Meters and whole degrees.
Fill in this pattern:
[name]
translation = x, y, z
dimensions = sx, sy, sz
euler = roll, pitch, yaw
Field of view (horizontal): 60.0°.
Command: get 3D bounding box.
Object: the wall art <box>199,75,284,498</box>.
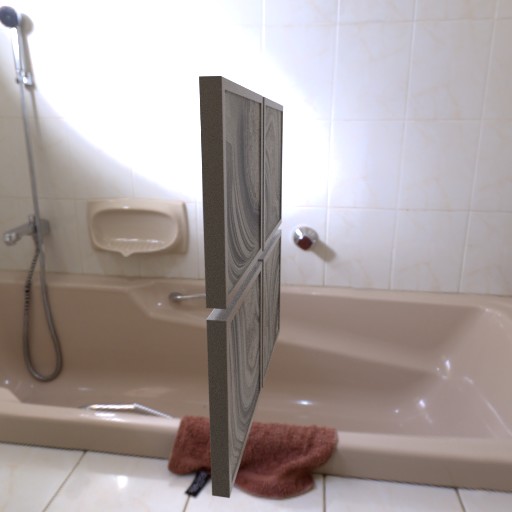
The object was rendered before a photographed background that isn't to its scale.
[wall art]
translation = 0.000, 0.000, 0.898
dimensions = 0.029, 0.611, 0.611
euler = 3, 16, 10
